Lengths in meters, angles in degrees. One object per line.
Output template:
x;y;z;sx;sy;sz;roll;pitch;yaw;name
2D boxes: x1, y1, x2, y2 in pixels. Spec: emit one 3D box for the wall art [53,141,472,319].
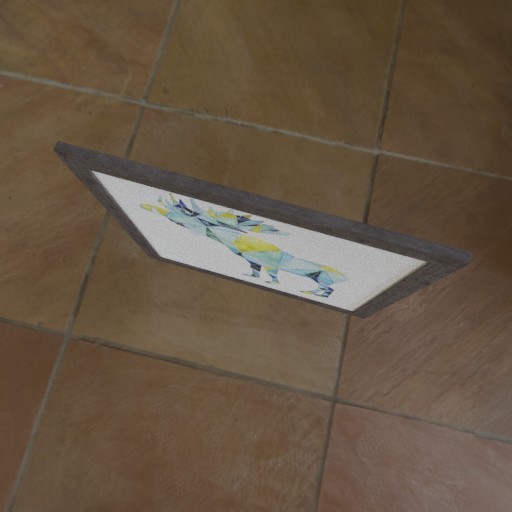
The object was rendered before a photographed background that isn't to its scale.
0.000;0.000;0.689;0.457;0.457;0.013;16;76;4;wall art
